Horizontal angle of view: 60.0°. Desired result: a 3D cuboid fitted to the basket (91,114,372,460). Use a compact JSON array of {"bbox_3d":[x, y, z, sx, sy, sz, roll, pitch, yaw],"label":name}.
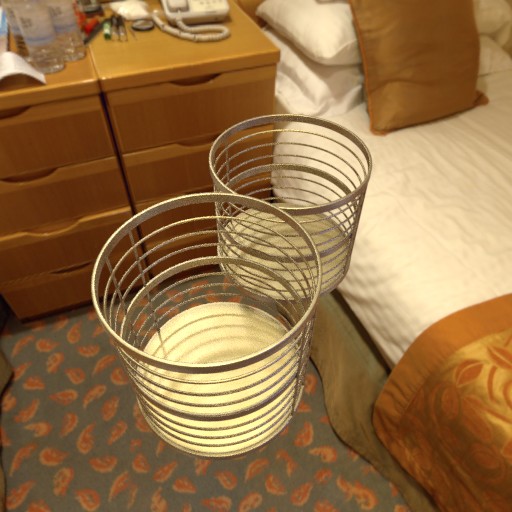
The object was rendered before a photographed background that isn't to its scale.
[{"bbox_3d":[0.000,0.000,0.942,0.356,0.351,0.746,17,49,15],"label":"basket"}]
